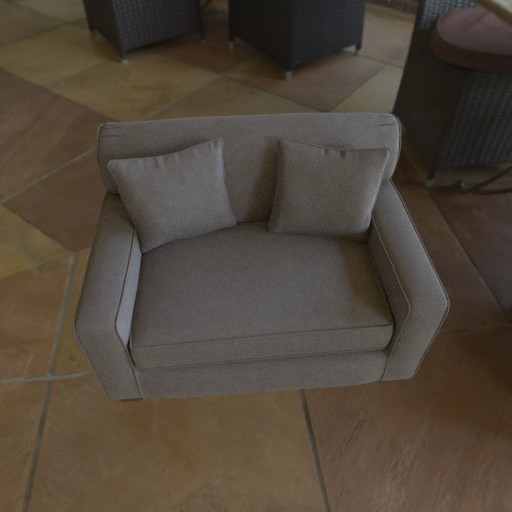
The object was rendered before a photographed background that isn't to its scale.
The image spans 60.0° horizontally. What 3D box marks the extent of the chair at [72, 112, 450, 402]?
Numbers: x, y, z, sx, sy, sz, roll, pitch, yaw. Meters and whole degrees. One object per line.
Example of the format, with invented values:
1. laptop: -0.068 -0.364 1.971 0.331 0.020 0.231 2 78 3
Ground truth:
1. chair: 0.000 0.000 2.017 1.395 0.953 0.992 -3 47 -3
